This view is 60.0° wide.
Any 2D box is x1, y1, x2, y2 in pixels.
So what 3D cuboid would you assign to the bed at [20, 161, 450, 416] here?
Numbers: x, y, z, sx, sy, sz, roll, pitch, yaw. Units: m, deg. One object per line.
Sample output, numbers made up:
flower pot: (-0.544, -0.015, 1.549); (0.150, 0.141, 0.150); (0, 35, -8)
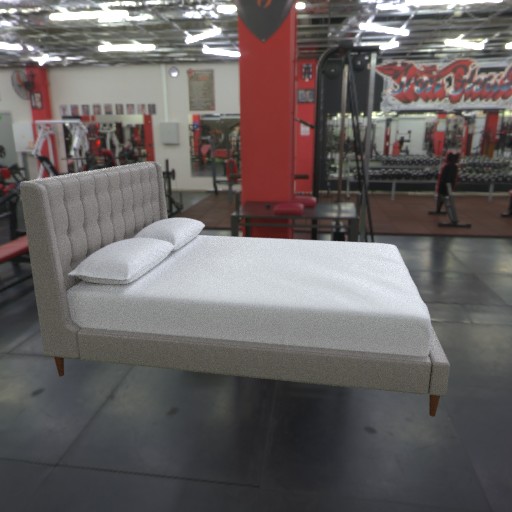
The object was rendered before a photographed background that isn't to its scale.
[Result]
bed: (0.000, 0.000, 3.049); (2.232, 1.147, 1.656); (3, 16, 10)
